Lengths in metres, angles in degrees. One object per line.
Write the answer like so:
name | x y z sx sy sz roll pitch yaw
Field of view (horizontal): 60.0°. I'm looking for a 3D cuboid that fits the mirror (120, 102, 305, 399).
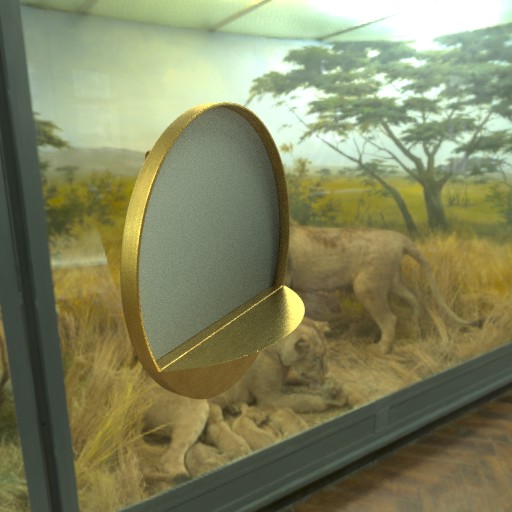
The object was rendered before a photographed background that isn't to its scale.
mirror | 0.000 0.000 0.692 0.133 0.457 0.457 7 16 26
